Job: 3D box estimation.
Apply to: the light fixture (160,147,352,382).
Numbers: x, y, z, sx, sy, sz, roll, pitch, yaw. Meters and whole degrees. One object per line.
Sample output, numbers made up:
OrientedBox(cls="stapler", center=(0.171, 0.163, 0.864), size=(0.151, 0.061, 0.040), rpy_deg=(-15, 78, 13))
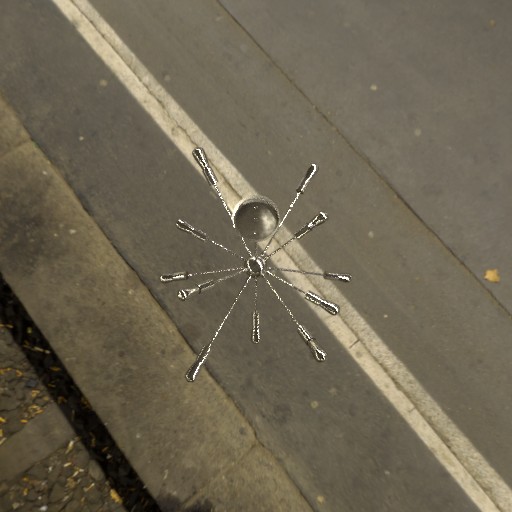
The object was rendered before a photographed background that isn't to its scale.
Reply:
OrientedBox(cls="light fixture", center=(0.000, 0.000, 1.079), size=(0.509, 0.558, 0.684), rpy_deg=(29, 77, 7))
